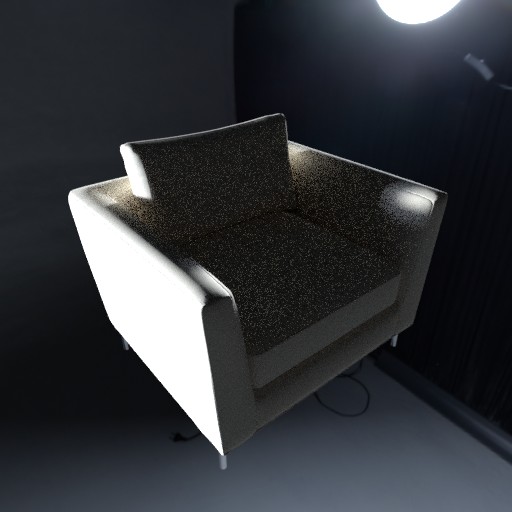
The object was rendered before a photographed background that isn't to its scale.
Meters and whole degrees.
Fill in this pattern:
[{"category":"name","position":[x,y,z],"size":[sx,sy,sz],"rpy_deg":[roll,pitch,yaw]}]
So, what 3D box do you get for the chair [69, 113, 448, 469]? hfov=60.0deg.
[{"category":"chair","position":[0.000,0.000,1.678],"size":[1.041,0.865,0.889],"rpy_deg":[-23,38,-33]}]
